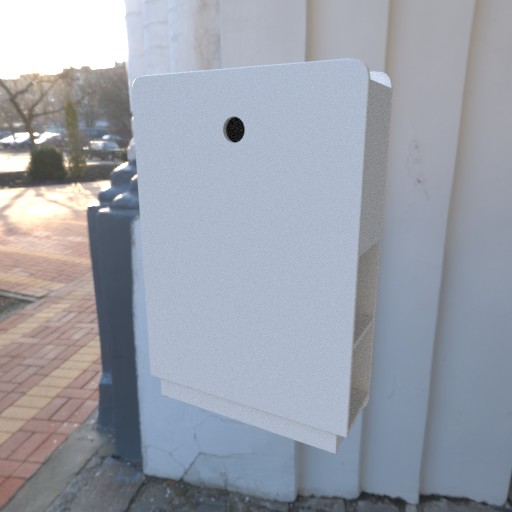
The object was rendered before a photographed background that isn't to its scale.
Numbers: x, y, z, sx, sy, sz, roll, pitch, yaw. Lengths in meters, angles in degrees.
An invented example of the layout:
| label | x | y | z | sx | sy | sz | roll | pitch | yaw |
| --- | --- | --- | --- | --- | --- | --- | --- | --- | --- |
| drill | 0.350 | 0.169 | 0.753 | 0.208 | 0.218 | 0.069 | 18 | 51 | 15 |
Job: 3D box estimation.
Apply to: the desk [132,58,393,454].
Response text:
| label | x | y | z | sx | sy | sz | roll | pitch | yaw |
| --- | --- | --- | --- | --- | --- | --- | --- | --- | --- |
| desk | 0.000 | 0.000 | 1.551 | 0.795 | 1.190 | 0.278 | 8 | 17 | 27 |
